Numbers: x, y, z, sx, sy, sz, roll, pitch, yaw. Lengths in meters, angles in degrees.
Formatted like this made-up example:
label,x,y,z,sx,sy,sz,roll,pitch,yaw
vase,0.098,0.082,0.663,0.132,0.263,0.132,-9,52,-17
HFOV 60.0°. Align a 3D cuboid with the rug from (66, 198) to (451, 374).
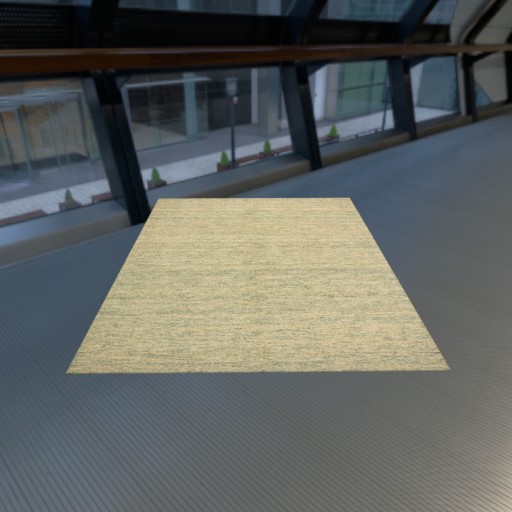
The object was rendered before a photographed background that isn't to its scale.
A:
label,x,y,z,sx,sy,sz,roll,pitch,yaw
rug,0.000,0.000,4.224,2.437,0.014,3.201,0,27,-1
